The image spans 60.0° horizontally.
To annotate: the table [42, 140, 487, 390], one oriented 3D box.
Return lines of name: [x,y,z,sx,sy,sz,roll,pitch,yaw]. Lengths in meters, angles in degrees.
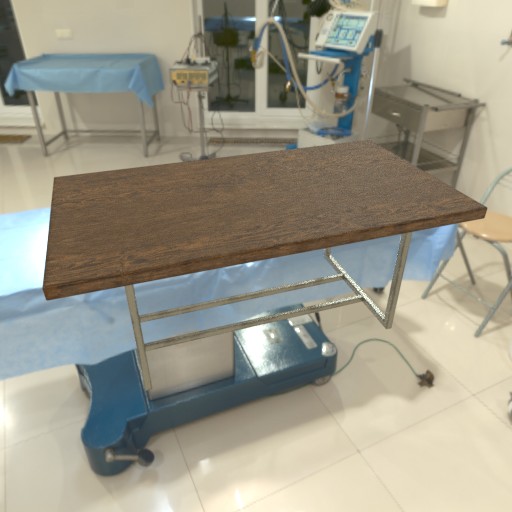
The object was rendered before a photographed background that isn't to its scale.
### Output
table: [0.000,0.000,2.500,1.989,0.795,1.078,-10,34,-16]
